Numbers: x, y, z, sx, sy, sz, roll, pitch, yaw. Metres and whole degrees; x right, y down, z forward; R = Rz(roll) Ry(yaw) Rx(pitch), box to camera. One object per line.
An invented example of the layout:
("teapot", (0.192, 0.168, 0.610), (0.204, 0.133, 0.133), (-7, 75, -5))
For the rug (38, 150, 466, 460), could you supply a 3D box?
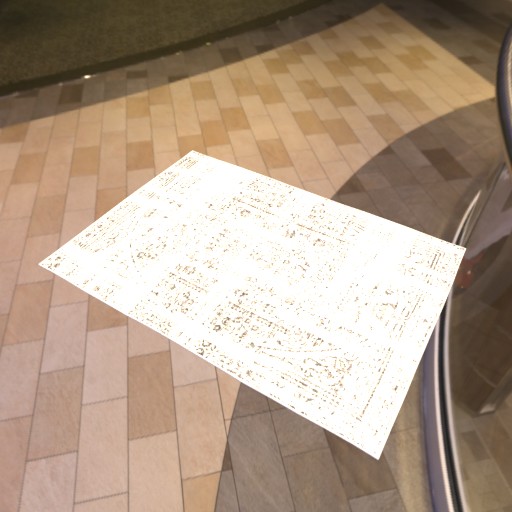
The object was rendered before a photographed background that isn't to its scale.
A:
("rug", (0.000, 0.000, 3.059), (2.438, 0.026, 1.706), (24, 50, 22))
